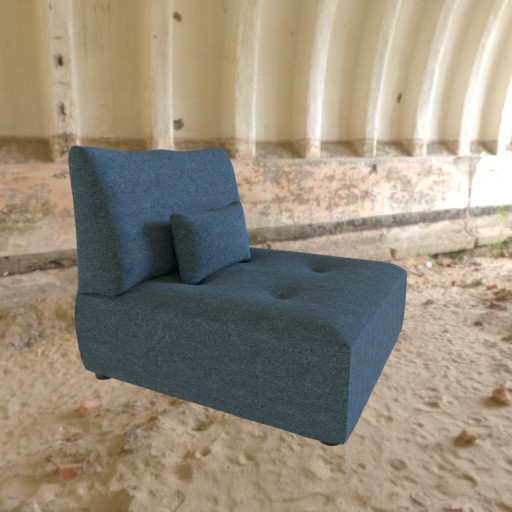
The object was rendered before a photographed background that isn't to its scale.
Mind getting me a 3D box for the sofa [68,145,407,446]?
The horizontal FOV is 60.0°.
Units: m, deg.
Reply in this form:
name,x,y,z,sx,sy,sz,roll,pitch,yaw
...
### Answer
name,x,y,z,sx,sy,sz,roll,pitch,yaw
sofa,0.000,0.000,1.704,1.000,0.820,0.930,7,15,26
